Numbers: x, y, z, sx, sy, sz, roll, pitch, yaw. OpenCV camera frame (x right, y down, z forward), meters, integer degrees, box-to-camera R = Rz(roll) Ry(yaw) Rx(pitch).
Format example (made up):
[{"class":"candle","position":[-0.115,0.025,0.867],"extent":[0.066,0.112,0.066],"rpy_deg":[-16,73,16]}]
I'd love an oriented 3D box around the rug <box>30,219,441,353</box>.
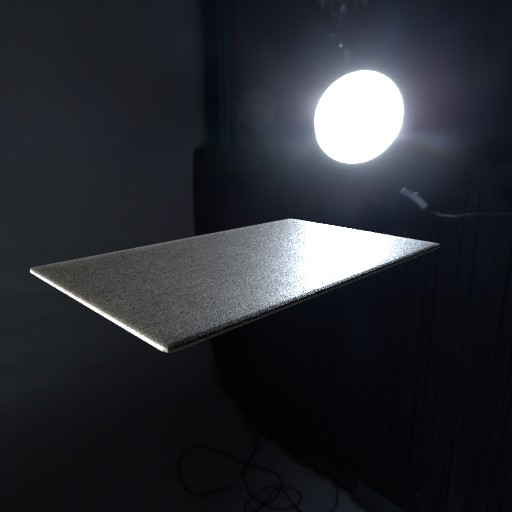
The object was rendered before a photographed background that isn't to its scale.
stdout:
[{"class":"rug","position":[0.000,0.000,3.059],"extent":[2.469,0.024,1.539],"rpy_deg":[-14,21,-43]}]
